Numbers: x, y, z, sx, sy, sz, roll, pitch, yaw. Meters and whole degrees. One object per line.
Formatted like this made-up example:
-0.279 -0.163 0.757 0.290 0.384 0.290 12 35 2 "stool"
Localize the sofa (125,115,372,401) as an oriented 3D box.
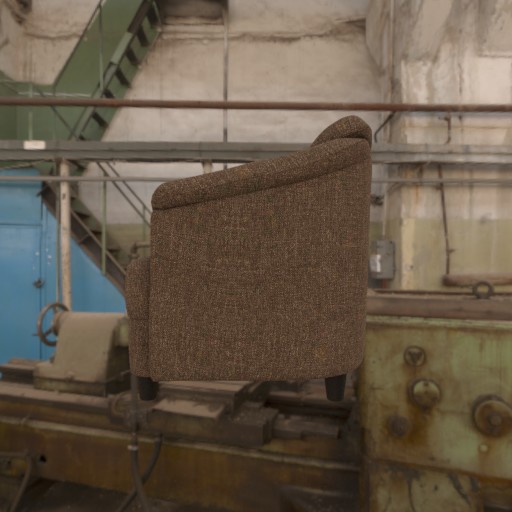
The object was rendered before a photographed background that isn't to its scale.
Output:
0.000 0.000 1.926 0.799 0.895 1.404 0 0 1 "sofa"
